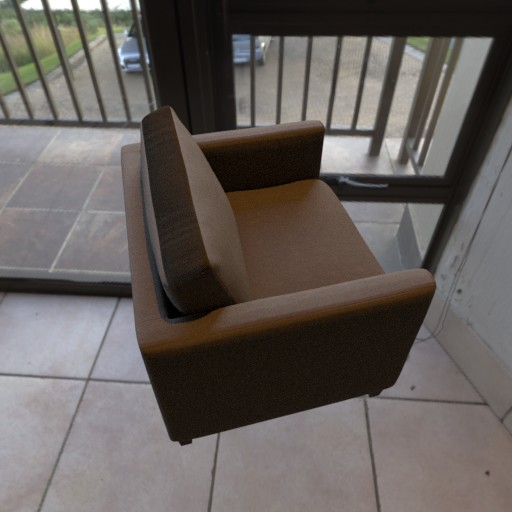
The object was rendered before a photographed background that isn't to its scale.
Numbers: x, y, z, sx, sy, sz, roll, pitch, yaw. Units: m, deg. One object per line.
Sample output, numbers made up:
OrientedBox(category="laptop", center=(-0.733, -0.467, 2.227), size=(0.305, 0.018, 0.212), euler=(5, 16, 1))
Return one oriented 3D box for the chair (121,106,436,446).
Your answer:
OrientedBox(category="chair", center=(0.000, 0.000, 1.834), size=(0.959, 0.963, 1.107), euler=(-11, 46, -10))
